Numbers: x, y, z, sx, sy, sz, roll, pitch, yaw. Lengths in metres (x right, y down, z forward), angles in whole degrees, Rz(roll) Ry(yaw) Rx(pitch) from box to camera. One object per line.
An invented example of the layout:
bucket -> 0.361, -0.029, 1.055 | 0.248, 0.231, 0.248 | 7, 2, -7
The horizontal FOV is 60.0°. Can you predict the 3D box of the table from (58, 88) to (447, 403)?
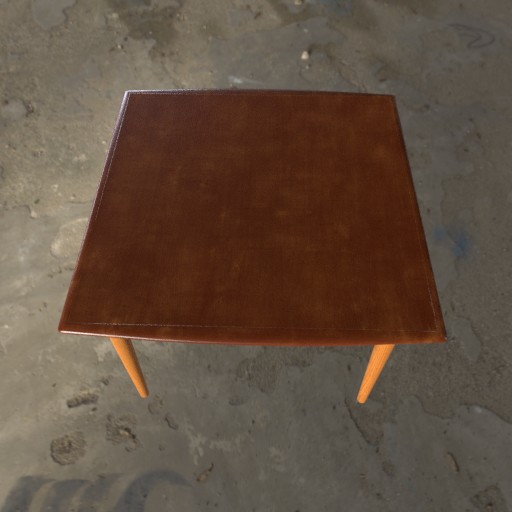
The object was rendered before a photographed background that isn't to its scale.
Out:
table -> 0.000, 0.000, 1.683 | 0.991, 0.754, 0.991 | 1, 58, 1
